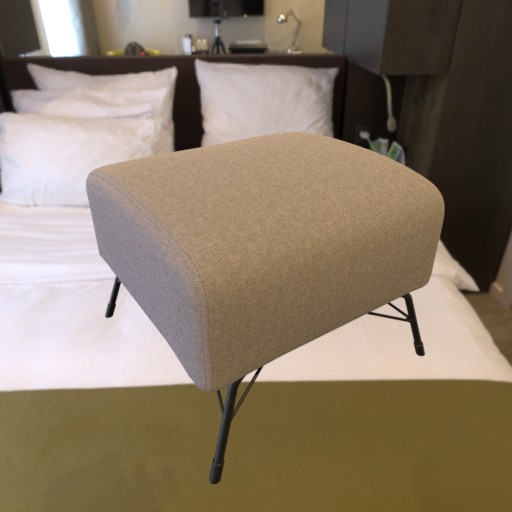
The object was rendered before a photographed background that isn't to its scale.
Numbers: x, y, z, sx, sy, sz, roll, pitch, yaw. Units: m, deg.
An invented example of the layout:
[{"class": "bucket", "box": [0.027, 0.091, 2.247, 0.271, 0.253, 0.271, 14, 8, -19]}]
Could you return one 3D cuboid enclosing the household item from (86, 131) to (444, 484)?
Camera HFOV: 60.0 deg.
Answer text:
[{"class": "household item", "box": [0.000, 0.000, 0.912, 0.530, 0.410, 0.530, -19, 35, -29]}]
